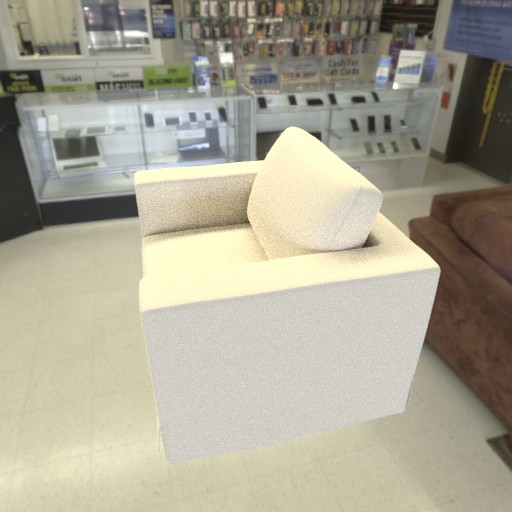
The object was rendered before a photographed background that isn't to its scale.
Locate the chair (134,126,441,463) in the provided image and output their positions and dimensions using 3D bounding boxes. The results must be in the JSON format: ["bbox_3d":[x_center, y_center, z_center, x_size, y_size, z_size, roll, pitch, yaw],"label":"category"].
[{"bbox_3d":[0.000,0.000,1.854,0.957,0.878,1.150,-7,32,-12],"label":"chair"}]
